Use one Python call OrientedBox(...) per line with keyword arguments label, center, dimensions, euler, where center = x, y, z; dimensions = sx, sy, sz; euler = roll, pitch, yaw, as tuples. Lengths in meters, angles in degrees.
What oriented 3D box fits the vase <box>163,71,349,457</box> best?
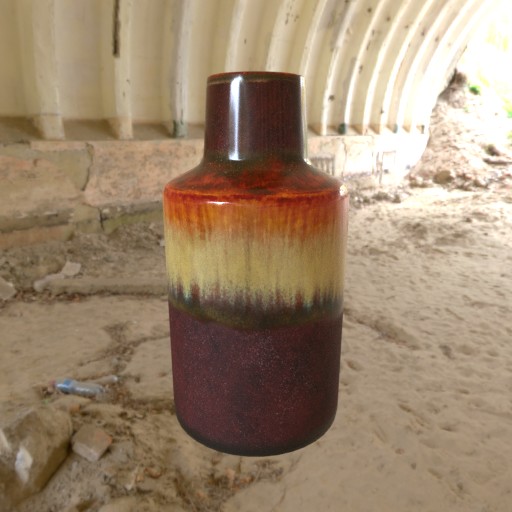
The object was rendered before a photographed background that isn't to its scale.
OrientedBox(label="vase", center=(0.000, 0.000, 0.270), dimensions=(0.108, 0.204, 0.108), euler=(0, 16, 0))
